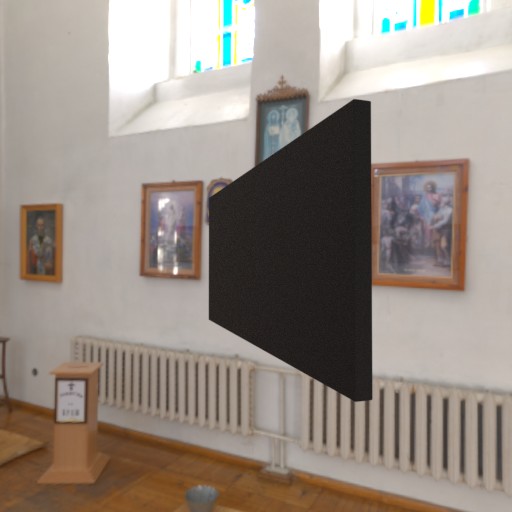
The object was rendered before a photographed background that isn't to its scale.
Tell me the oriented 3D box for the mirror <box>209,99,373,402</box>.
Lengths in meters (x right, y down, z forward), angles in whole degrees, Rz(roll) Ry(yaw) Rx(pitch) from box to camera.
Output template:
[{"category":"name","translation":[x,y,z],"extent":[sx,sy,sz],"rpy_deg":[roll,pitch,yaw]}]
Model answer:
[{"category":"mirror","translation":[0.000,0.000,1.769],"extent":[0.047,0.692,1.584],"rpy_deg":[0,-1,-18]}]
